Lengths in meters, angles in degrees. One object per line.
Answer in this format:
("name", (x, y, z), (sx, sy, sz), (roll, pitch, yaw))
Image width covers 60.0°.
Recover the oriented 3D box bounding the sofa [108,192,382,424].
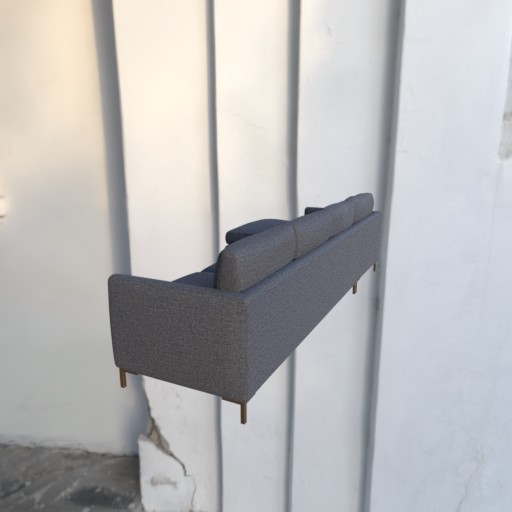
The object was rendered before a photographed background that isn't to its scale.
("sofa", (0.000, 0.000, 2.865), (1.125, 0.673, 2.445), (7, 15, 25))
